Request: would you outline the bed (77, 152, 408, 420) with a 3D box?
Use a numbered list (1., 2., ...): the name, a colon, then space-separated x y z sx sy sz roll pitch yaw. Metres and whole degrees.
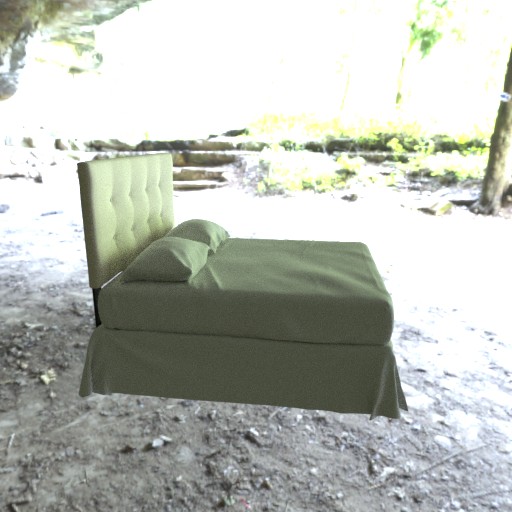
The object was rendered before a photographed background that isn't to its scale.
1. bed: 0.000 0.000 3.604 2.222 1.577 1.936 2 15 8
